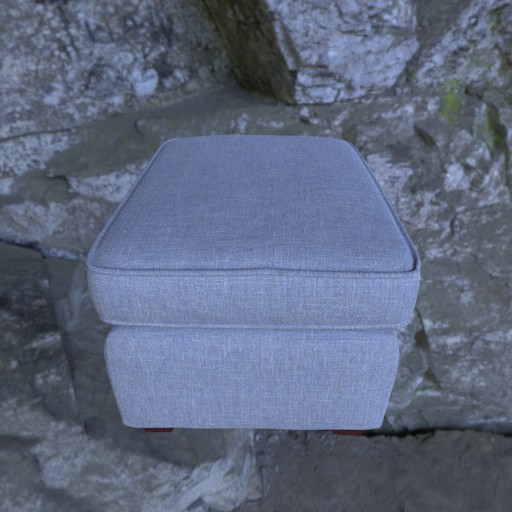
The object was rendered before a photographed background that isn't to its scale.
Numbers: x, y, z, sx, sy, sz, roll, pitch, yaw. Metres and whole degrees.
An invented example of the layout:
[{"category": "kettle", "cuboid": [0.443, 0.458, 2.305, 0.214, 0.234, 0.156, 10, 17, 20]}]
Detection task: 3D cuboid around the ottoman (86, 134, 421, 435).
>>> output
[{"category": "ottoman", "cuboid": [0.000, 0.000, 1.094, 0.559, 0.457, 0.762, 0, 30, 1]}]
